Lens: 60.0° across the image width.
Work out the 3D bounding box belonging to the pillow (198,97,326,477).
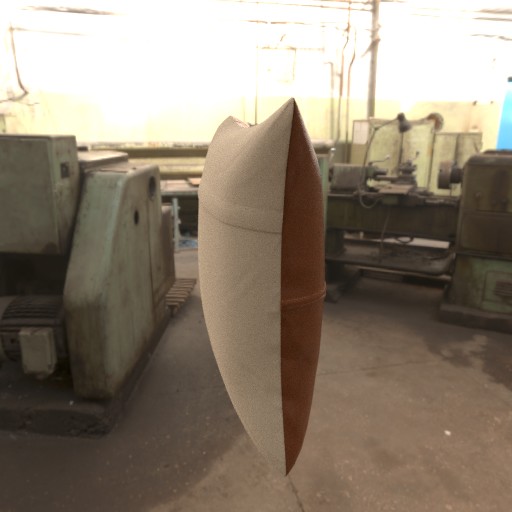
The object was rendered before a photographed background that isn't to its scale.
[{"bbox_3d":[0.000,0.000,0.756,0.192,0.477,0.501,-3,16,-10],"label":"pillow"}]
